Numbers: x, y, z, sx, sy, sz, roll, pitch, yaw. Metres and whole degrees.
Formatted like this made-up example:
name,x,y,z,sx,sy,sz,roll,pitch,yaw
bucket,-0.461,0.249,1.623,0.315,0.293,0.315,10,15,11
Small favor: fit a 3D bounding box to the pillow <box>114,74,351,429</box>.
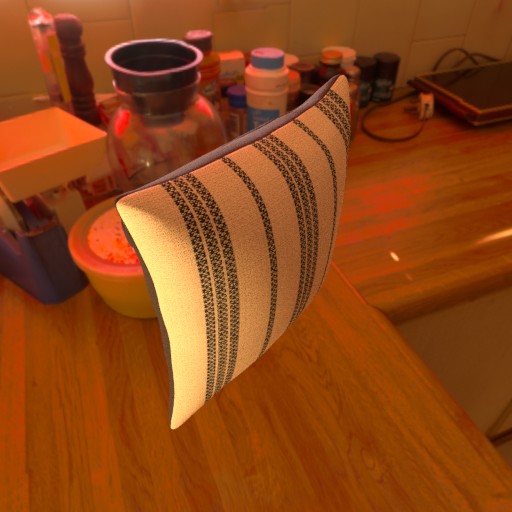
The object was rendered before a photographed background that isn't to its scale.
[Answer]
name,x,y,z,sx,sy,sz,roll,pitch,yaw
pillow,0.000,0.000,0.640,0.173,0.406,0.405,28,48,28
